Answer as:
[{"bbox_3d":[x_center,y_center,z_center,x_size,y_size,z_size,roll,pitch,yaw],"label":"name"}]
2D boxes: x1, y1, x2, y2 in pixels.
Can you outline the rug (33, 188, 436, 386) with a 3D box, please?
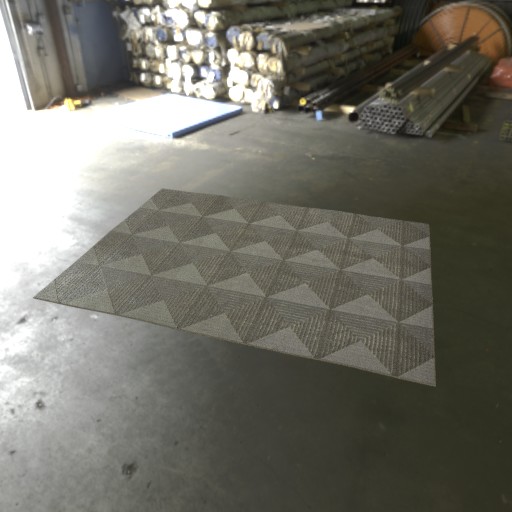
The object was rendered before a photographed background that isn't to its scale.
[{"bbox_3d":[0.000,0.000,4.428,3.333,0.027,2.428,9,34,14],"label":"rug"}]
